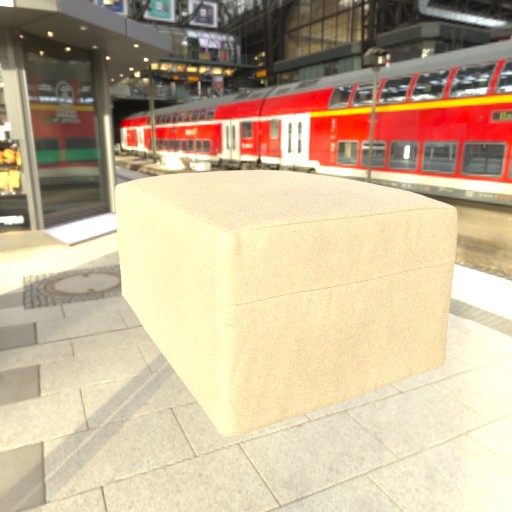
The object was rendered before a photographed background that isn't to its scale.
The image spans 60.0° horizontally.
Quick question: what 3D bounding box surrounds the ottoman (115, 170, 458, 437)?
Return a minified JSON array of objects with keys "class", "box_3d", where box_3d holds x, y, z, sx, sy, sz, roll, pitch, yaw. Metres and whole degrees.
[{"class":"ottoman","box_3d":[0.000,0.000,1.220,0.590,0.444,0.872,-8,17,-27]}]
